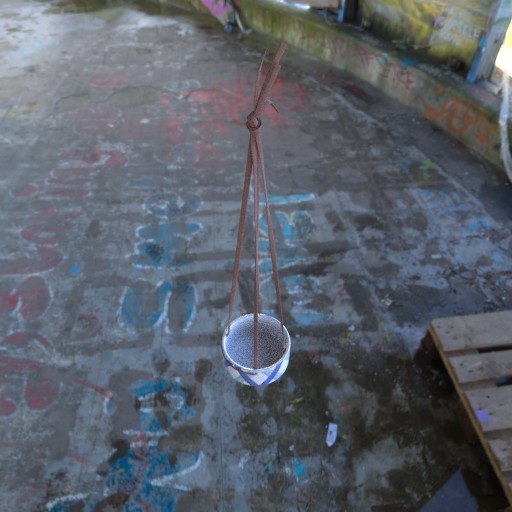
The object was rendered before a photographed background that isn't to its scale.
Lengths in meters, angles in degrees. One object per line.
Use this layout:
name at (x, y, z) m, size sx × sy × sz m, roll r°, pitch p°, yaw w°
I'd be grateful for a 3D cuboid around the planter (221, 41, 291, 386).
planter at (0.000, 0.000, 0.841) m, size 0.166 × 0.751 × 0.166 m, roll -4°, pitch 46°, yaw -4°
